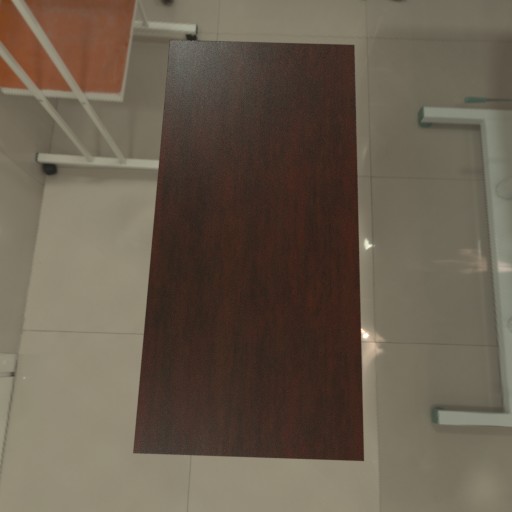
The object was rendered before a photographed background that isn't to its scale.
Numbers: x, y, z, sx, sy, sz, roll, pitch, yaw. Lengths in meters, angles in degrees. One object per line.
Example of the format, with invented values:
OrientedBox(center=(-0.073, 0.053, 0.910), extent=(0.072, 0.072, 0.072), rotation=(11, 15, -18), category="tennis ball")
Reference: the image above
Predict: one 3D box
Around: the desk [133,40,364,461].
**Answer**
OrientedBox(center=(0.000, 0.000, 1.688), extent=(0.612, 0.758, 1.277), rotation=(2, 77, 0), category="desk")
